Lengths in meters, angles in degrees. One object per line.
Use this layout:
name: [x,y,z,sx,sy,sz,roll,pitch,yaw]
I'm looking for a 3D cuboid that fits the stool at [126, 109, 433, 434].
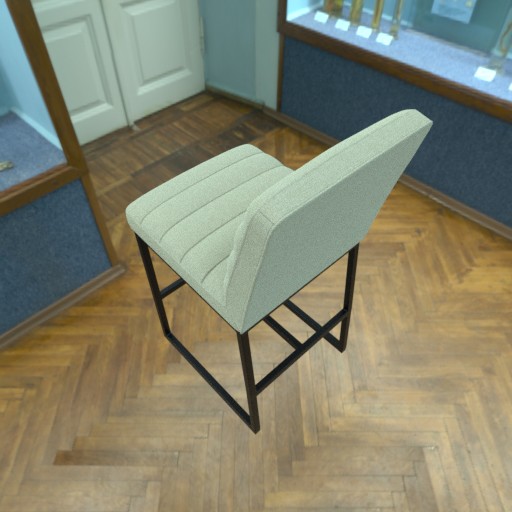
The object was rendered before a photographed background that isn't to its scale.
stool: [0.000,0.000,1.240,0.460,0.940,0.560,-34,56,-28]
